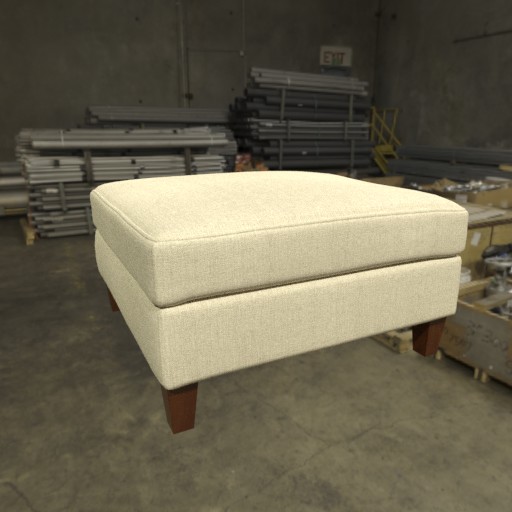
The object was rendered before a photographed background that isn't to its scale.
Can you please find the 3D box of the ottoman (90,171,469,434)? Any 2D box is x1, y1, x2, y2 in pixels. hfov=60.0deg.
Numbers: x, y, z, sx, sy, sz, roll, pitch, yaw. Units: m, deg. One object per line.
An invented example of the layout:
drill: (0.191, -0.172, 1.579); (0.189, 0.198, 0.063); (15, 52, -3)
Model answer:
ottoman: (0.000, 0.000, 1.345); (0.838, 0.478, 0.838); (-8, 18, -26)
